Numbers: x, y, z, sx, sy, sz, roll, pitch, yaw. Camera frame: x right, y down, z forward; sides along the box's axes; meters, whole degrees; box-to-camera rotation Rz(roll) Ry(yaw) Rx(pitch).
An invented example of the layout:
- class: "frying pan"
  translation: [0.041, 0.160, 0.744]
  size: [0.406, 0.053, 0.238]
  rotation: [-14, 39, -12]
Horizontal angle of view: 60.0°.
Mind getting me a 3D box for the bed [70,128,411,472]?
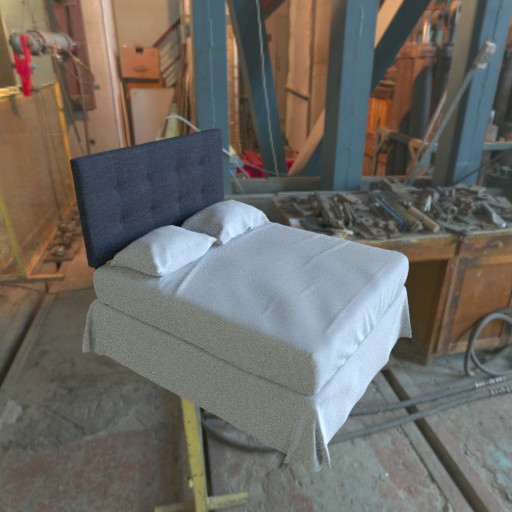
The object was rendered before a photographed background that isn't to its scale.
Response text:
- class: "bed"
  translation: [0.000, 0.000, 3.490]
  size: [2.222, 1.577, 1.936]
  rotation: [16, 30, 31]
